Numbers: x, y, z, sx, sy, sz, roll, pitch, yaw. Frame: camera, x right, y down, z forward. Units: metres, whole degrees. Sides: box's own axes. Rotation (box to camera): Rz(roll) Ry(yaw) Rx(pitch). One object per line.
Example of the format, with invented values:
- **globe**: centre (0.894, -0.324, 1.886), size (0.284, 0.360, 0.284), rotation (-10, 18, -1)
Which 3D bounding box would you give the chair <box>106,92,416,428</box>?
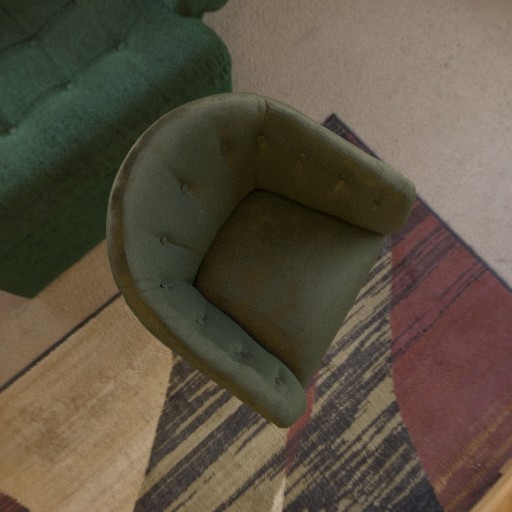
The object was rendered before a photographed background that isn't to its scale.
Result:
- **chair**: centre (0.000, 0.000, 1.516), size (0.776, 0.885, 0.851), rotation (30, 78, 7)
